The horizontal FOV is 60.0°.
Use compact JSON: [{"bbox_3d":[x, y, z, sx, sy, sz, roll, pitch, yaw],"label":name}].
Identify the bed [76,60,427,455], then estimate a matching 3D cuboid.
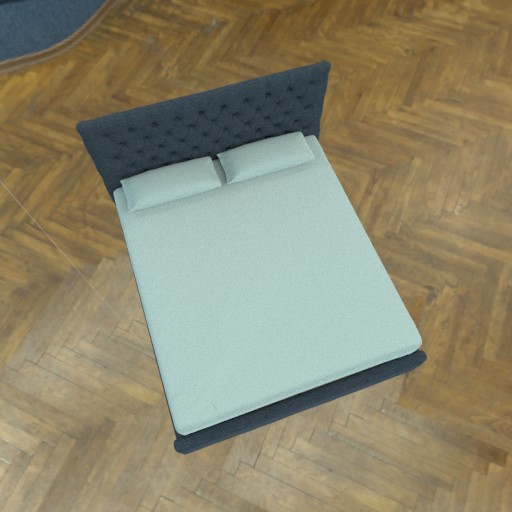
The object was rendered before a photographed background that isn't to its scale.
[{"bbox_3d":[0.000,0.000,3.603,2.078,1.427,2.387,-17,65,-8],"label":"bed"}]
